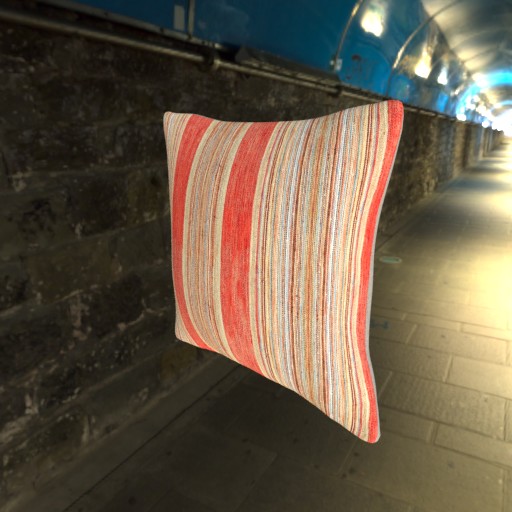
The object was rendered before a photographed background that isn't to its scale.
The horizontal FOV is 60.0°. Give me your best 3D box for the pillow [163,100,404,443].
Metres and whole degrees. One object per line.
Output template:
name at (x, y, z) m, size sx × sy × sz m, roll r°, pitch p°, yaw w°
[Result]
pillow at (0.000, 0.000, 0.655) m, size 0.437 × 0.419 × 0.136 m, roll 15°, pitch 22°, yaw 43°
